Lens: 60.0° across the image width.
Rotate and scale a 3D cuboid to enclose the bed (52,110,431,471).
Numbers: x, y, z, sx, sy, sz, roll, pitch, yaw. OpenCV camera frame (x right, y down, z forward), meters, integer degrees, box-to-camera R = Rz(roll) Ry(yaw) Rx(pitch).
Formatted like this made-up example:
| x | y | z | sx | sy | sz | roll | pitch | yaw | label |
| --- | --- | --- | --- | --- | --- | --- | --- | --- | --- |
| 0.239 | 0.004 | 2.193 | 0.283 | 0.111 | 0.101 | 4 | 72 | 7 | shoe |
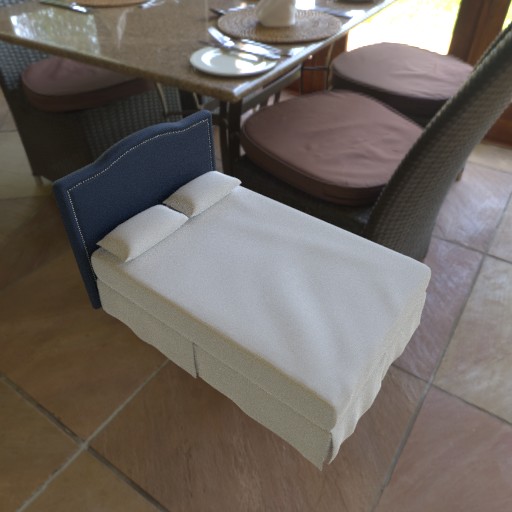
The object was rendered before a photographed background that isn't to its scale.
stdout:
| x | y | z | sx | sy | sz | roll | pitch | yaw | label |
| --- | --- | --- | --- | --- | --- | --- | --- | --- | --- |
| 0.000 | 0.000 | 3.586 | 2.507 | 1.441 | 1.741 | 27 | 48 | 27 | bed |
